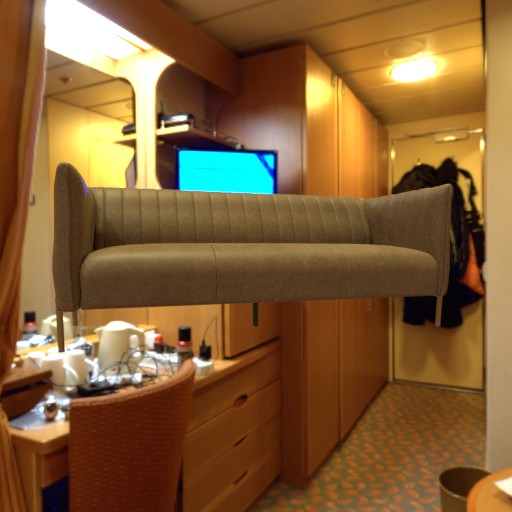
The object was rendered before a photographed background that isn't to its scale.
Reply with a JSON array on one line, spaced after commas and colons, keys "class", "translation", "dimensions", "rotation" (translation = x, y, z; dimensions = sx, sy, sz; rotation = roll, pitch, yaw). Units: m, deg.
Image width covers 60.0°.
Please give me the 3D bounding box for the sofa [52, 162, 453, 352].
[{"class": "sofa", "translation": [0.000, 0.000, 2.432], "dimensions": [1.980, 0.779, 0.876], "rotation": [0, 1, -19]}]
